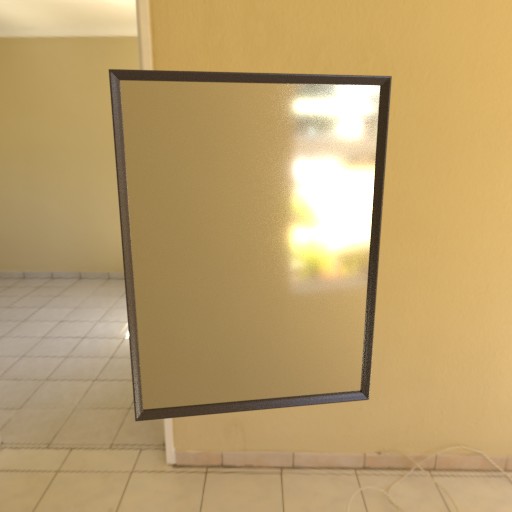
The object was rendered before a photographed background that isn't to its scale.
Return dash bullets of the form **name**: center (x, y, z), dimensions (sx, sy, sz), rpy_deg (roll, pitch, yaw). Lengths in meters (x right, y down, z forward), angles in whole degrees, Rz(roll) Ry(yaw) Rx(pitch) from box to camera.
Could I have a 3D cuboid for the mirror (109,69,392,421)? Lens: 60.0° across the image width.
- **mirror**: center (0.000, 0.000, 1.323), dimensions (0.762, 1.016, 0.041), rpy_deg (-2, 14, -9)
